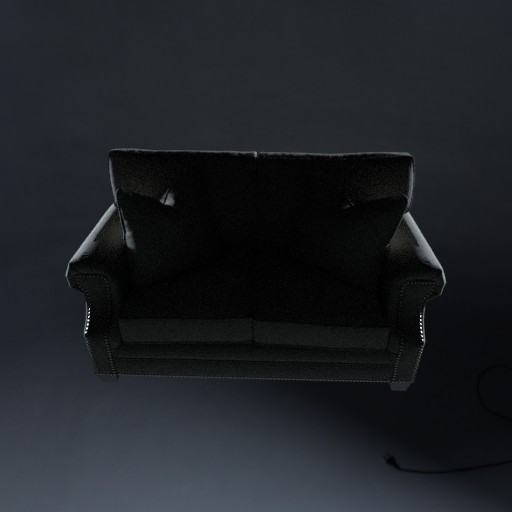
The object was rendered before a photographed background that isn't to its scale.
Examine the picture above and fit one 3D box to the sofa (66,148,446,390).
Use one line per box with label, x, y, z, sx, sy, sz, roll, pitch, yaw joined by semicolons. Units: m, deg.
sofa;0.000;0.000;2.308;1.701;0.966;0.966;1;30;2
